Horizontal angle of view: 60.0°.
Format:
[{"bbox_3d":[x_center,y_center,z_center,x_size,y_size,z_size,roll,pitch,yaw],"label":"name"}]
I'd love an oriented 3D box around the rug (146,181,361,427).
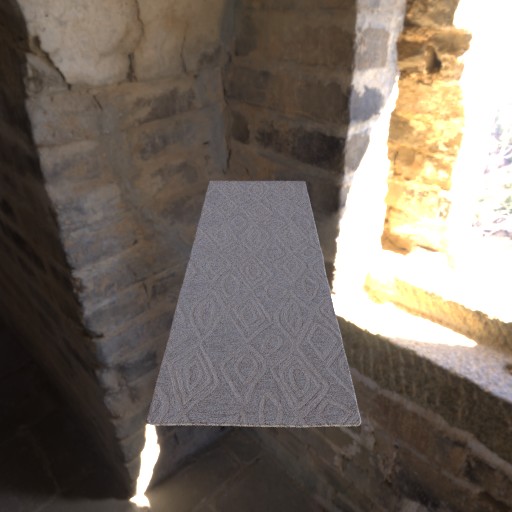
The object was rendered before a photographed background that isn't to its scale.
[{"bbox_3d":[0.000,0.000,2.673,0.807,0.013,2.436,0,31,0],"label":"rug"}]
